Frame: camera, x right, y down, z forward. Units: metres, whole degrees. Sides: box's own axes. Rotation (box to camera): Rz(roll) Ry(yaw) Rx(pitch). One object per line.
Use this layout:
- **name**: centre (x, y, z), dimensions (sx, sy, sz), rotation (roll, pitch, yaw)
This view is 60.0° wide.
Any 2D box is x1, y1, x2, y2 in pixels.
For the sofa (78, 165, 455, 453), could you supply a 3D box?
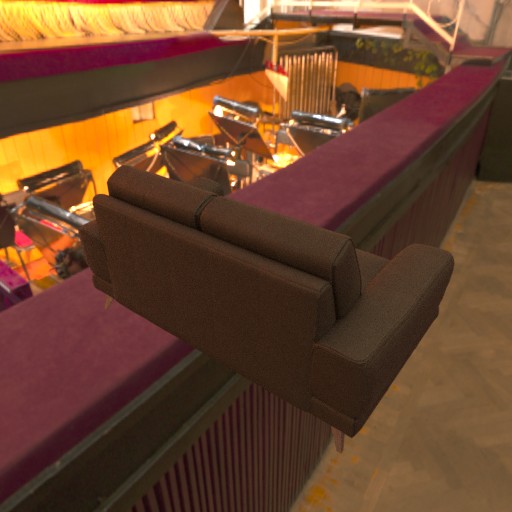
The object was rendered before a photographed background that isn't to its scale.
- **sofa**: centre (0.000, 0.000, 2.387), dimensions (1.806, 0.907, 1.018), rotation (22, 37, 32)
